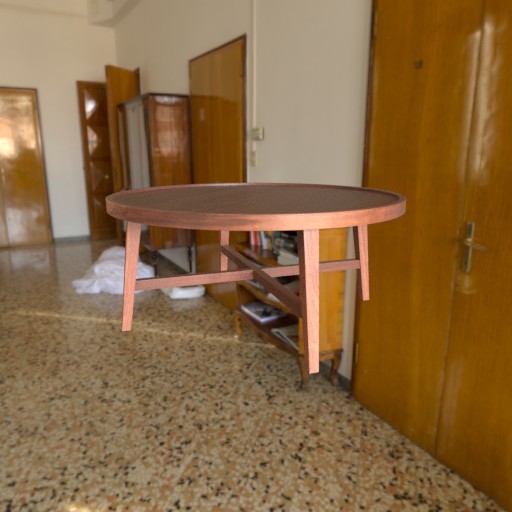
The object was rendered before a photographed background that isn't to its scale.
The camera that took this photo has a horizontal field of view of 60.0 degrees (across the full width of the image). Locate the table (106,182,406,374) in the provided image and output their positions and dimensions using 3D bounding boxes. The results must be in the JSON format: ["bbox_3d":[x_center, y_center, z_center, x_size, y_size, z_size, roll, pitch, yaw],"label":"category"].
[{"bbox_3d":[0.000,0.000,1.285,0.800,0.360,0.800,0,14,0],"label":"table"}]
